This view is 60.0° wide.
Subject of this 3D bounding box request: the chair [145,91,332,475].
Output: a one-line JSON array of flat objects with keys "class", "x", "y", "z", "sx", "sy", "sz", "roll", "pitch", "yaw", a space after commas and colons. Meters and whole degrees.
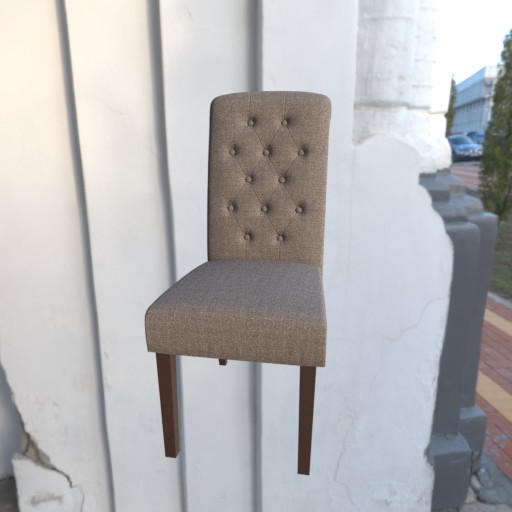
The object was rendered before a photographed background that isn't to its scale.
[{"class": "chair", "x": 0.000, "y": 0.000, "z": 1.371, "sx": 0.456, "sy": 1.006, "sz": 0.671, "roll": 3, "pitch": 16, "yaw": 10}]
